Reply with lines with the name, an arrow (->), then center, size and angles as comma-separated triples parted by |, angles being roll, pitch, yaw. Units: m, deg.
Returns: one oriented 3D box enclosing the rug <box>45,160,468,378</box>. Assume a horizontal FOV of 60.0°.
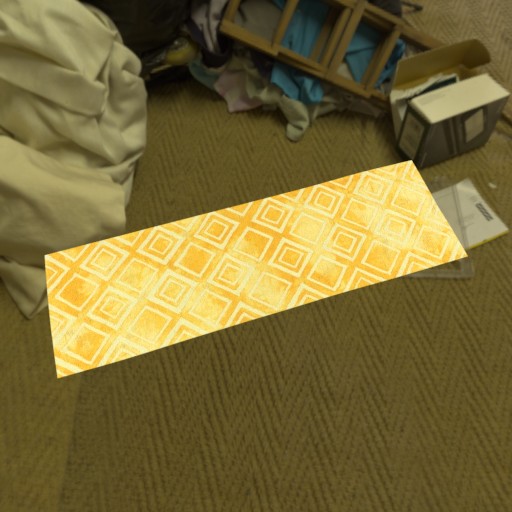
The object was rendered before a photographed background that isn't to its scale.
rug -> 0.000, 0.000, 2.663 | 2.438, 0.010, 0.775 | -15, 64, -8
